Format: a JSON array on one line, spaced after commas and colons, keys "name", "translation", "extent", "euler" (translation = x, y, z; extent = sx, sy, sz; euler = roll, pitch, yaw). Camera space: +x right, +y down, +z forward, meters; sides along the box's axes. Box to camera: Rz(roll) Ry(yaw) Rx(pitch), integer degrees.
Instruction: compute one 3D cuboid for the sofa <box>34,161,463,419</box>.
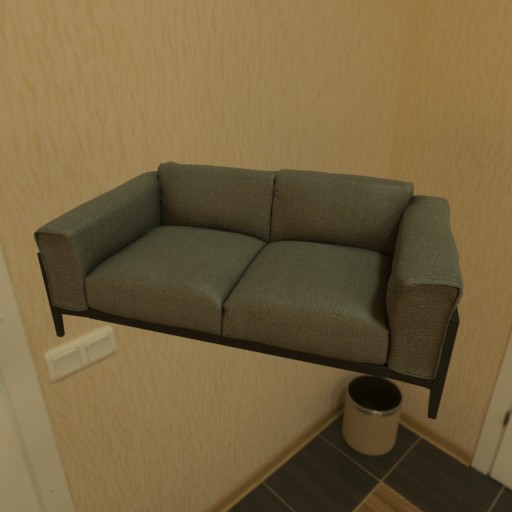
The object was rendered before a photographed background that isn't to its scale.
[{"name": "sofa", "translation": [0.000, 0.000, 2.102], "extent": [1.690, 0.656, 0.960], "euler": [8, 27, 16]}]
